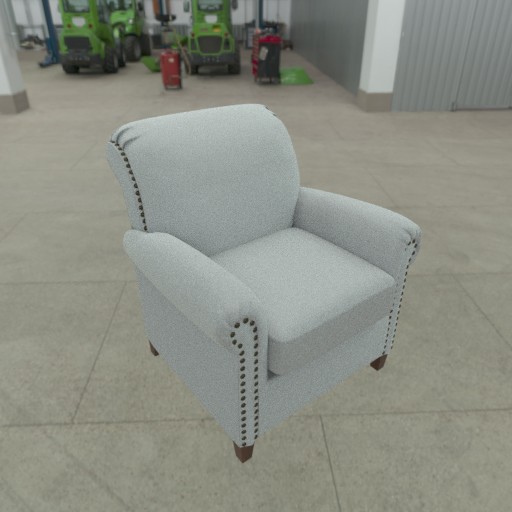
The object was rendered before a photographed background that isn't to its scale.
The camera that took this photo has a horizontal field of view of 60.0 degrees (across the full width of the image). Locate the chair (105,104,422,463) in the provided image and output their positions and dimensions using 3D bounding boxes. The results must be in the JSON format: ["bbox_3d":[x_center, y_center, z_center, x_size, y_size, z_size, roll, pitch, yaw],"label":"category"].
[{"bbox_3d":[0.000,0.000,1.616,0.854,0.927,0.890,-21,36,-32],"label":"chair"}]
